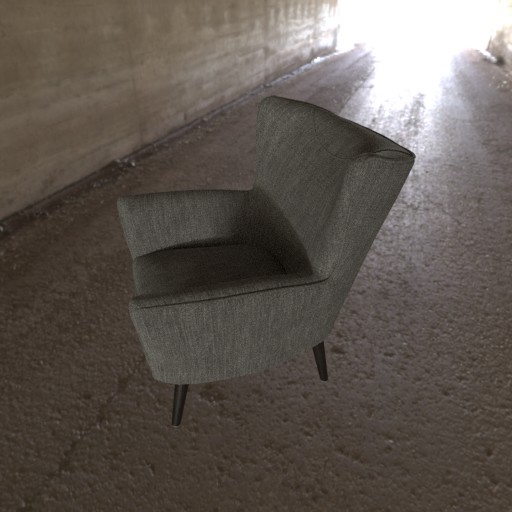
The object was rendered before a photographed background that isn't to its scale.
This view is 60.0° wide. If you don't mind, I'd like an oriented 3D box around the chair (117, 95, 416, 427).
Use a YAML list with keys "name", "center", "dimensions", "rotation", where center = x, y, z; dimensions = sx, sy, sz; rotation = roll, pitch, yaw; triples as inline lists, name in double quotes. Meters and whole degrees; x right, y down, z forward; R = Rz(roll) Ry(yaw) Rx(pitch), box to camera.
- name: "chair"
  center: [0.000, 0.000, 1.571]
  dimensions: [0.888, 0.933, 0.781]
  rotation: [-9, 32, -15]
